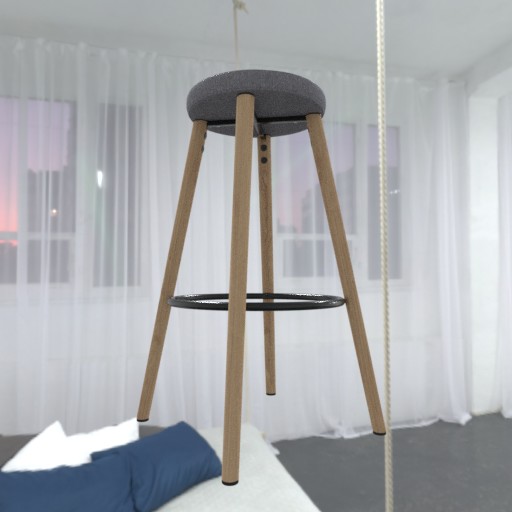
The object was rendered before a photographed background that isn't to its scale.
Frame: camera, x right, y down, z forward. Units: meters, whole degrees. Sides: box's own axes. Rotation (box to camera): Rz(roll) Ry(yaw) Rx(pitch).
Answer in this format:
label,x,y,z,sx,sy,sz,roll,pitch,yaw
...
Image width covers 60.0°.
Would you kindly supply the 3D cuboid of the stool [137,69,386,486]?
label,x,y,z,sx,sy,sz,roll,pitch,yaw
stool,0.000,0.000,1.015,0.410,0.770,0.410,2,-3,-36
